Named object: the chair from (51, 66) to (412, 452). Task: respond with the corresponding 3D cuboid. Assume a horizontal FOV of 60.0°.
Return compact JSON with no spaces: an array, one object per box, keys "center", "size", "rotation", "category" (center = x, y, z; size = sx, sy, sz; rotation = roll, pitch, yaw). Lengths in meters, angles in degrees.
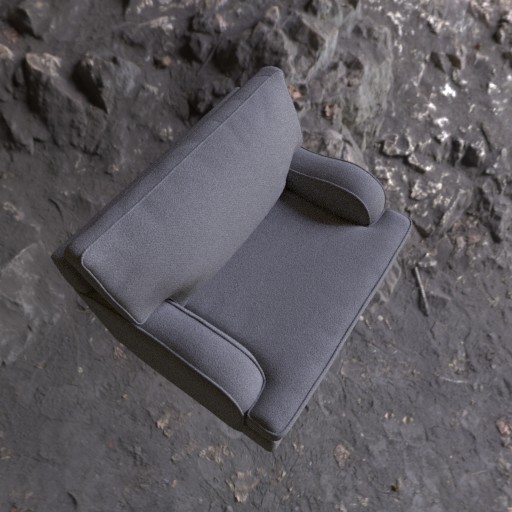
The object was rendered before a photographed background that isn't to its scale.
[{"center":[0.000,0.000,1.983],"size":[1.040,1.016,1.220],"rotation":[30,63,18],"category":"chair"}]
